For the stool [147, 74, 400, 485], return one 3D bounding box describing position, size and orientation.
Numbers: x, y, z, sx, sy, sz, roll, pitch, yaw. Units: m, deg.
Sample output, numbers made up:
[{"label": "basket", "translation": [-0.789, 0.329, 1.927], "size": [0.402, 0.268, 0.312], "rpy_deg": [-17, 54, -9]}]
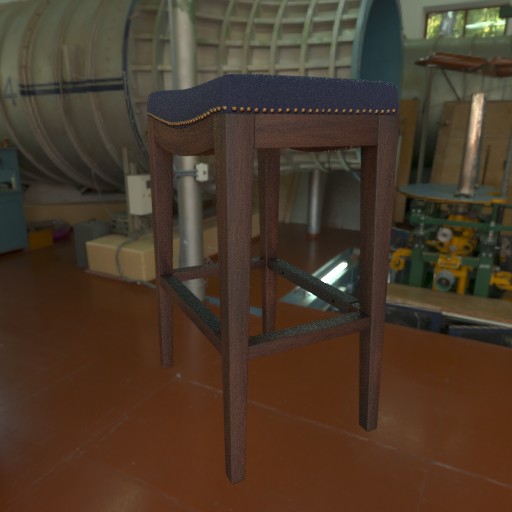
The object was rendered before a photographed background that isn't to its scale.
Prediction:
[{"label": "stool", "translation": [0.000, 0.000, 1.028], "size": [0.358, 0.740, 0.498], "rpy_deg": [-8, 19, -26]}]
